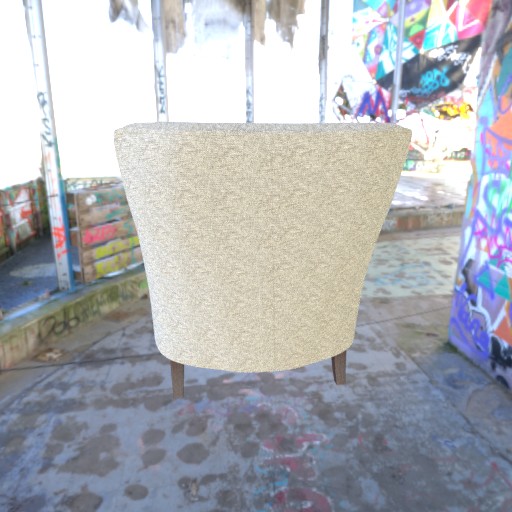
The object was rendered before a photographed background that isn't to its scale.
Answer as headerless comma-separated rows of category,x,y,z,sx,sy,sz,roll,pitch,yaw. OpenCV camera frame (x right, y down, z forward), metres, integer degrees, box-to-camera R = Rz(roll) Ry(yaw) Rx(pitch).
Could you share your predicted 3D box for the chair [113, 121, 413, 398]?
chair,0.000,0.000,1.632,0.820,0.920,0.910,-2,15,-8
